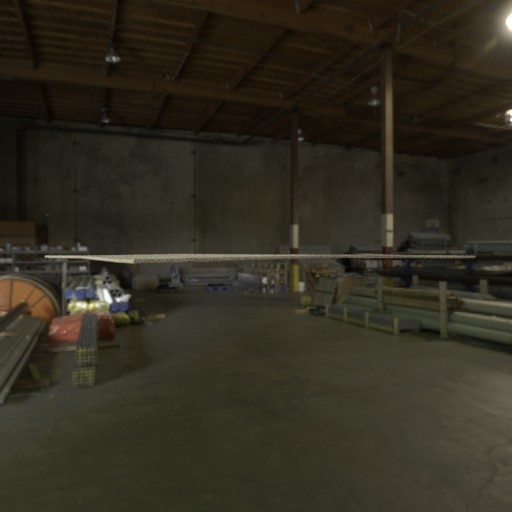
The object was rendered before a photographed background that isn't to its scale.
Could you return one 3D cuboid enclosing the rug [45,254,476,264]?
[{"bbox_3d":[0.000,0.000,4.661,3.626,0.051,2.757,0,1,-35],"label":"rug"}]
